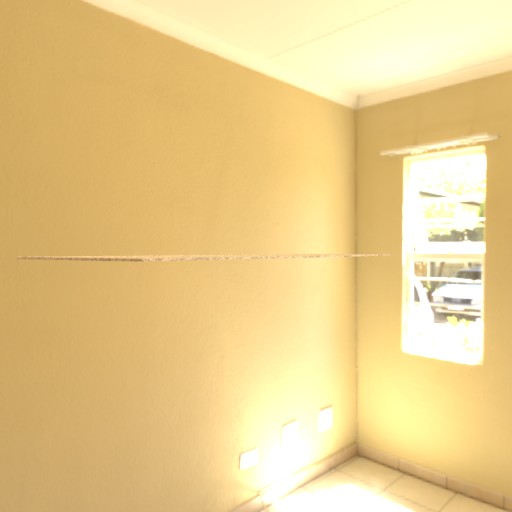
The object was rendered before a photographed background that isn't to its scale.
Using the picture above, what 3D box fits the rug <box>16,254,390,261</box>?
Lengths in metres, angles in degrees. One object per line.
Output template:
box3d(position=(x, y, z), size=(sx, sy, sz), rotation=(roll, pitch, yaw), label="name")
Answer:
box3d(position=(0.000, 0.000, 2.646), size=(0.807, 0.013, 2.436), rotation=(0, 1, 36), label="rug")
